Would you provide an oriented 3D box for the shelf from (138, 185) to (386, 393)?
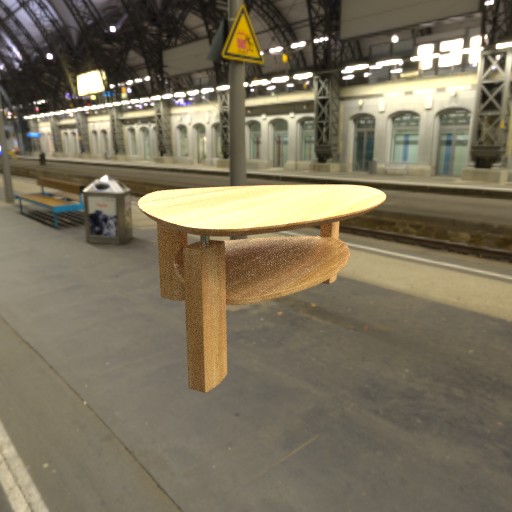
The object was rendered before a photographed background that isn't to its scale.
[{"bbox_3d":[0.000,0.000,1.632,0.863,0.439,1.240,7,16,26],"label":"shelf"}]
